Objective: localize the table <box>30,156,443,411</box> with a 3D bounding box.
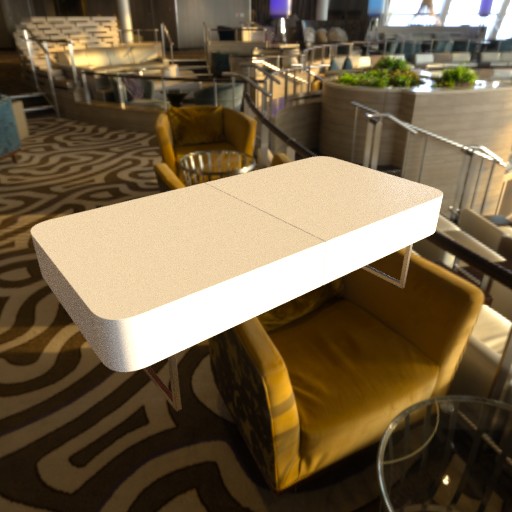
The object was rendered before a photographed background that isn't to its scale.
[{"bbox_3d":[0.000,0.000,1.457,1.200,0.340,0.600,-20,34,-33],"label":"table"}]
